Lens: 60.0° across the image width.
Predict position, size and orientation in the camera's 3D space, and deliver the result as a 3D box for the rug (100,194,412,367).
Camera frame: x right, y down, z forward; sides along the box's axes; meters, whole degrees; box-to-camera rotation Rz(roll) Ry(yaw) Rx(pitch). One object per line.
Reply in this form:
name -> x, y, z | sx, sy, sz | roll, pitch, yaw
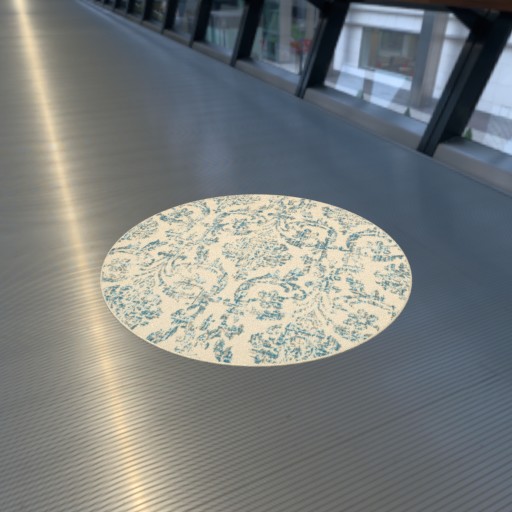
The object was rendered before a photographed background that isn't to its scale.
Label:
rug -> 0.000, 0.000, 2.361 | 1.593, 0.012, 1.593 | 0, 32, 0
